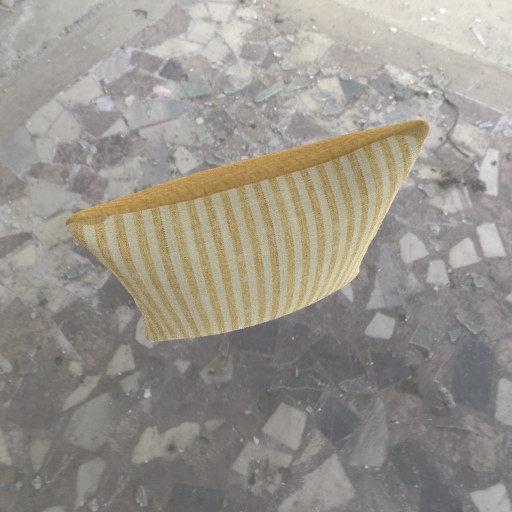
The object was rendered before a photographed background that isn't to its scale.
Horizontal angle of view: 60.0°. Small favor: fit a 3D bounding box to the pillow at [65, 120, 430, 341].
[{"bbox_3d":[0.000,0.000,0.652,0.419,0.407,0.173,-17,65,-8],"label":"pillow"}]
